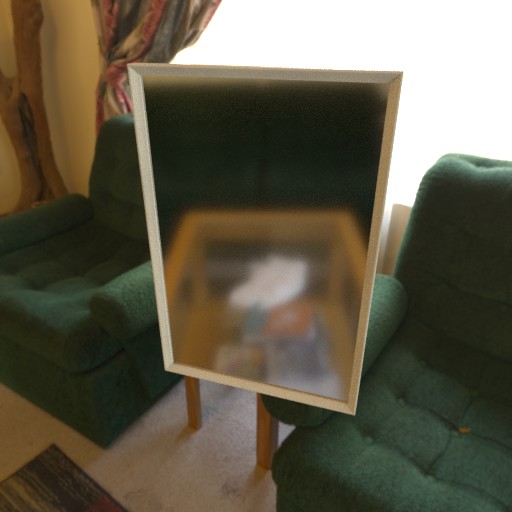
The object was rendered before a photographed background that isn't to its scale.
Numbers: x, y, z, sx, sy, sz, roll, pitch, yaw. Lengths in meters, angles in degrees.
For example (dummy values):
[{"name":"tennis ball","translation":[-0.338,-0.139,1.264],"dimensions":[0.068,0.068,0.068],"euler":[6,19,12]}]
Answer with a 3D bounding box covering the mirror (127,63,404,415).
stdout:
[{"name":"mirror","translation":[0.000,0.000,1.160],"dimensions":[0.609,0.915,0.041],"euler":[9,29,16]}]
